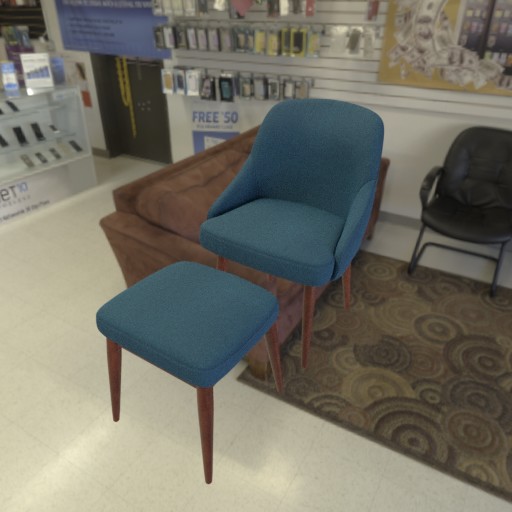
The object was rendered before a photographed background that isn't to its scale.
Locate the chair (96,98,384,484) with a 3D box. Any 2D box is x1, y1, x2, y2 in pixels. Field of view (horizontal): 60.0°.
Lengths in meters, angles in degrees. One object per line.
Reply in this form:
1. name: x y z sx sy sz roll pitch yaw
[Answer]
1. chair: 0.000 0.000 1.555 0.584 0.866 1.114 19 36 28
